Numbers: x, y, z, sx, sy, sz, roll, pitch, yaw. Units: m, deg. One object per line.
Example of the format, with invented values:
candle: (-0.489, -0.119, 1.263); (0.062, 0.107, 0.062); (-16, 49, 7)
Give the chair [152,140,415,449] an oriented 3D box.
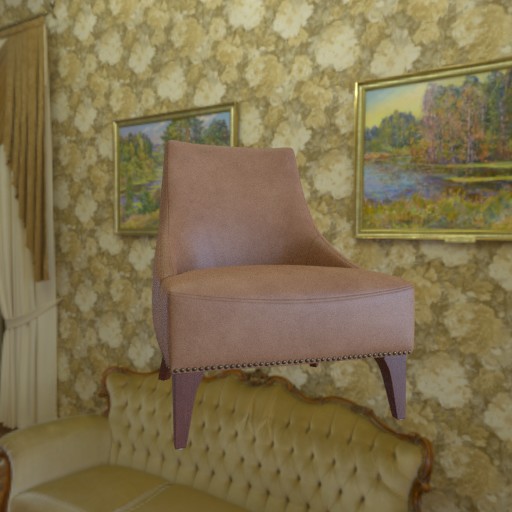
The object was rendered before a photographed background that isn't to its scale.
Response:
chair: (0.000, 0.000, 1.519); (0.701, 0.909, 0.861); (-1, 2, -17)
